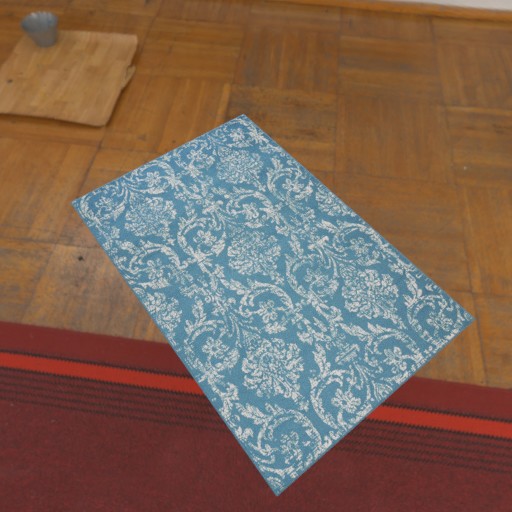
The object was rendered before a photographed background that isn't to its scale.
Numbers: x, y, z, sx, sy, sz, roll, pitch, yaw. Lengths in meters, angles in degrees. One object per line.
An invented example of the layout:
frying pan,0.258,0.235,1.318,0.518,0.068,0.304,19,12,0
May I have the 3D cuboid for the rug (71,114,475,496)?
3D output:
rug,0.000,0.000,3.432,1.816,0.018,2.746,-33,63,-19
